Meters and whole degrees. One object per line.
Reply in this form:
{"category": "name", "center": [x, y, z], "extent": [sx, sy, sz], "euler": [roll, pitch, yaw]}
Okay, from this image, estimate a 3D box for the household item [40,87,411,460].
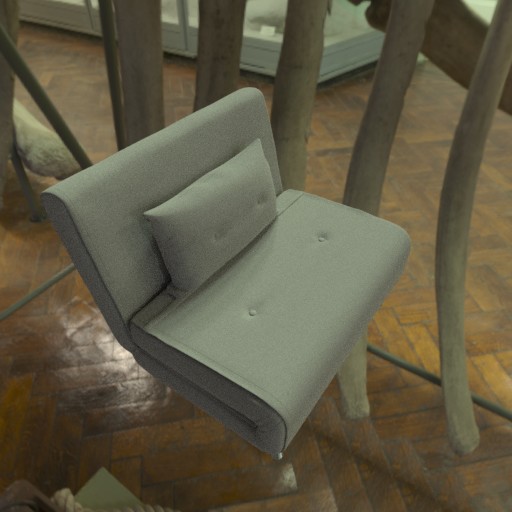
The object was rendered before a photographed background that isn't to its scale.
{"category": "household item", "center": [0.000, 0.000, 1.636], "extent": [0.874, 0.800, 1.000], "euler": [25, 47, 26]}
